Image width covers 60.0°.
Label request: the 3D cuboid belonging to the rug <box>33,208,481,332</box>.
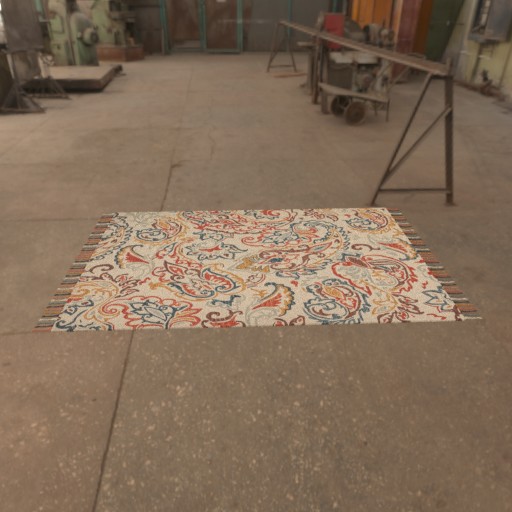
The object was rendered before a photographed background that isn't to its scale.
[{"bbox_3d":[0.000,0.000,2.472,1.997,0.010,1.218,-1,30,-2],"label":"rug"}]
